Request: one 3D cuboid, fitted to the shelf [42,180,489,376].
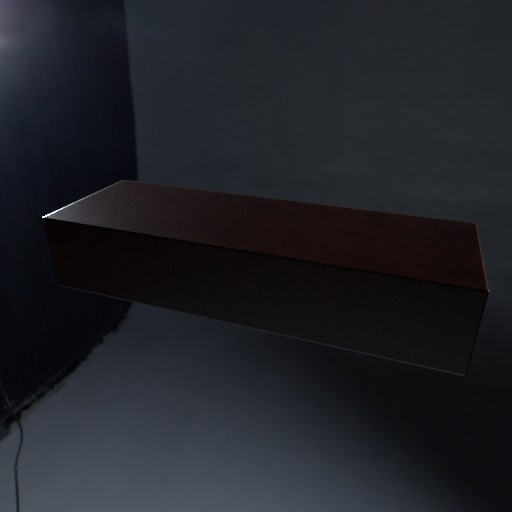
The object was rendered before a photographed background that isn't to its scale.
[{"bbox_3d":[0.000,0.000,0.511,0.457,0.088,0.152,10,28,18],"label":"shelf"}]
